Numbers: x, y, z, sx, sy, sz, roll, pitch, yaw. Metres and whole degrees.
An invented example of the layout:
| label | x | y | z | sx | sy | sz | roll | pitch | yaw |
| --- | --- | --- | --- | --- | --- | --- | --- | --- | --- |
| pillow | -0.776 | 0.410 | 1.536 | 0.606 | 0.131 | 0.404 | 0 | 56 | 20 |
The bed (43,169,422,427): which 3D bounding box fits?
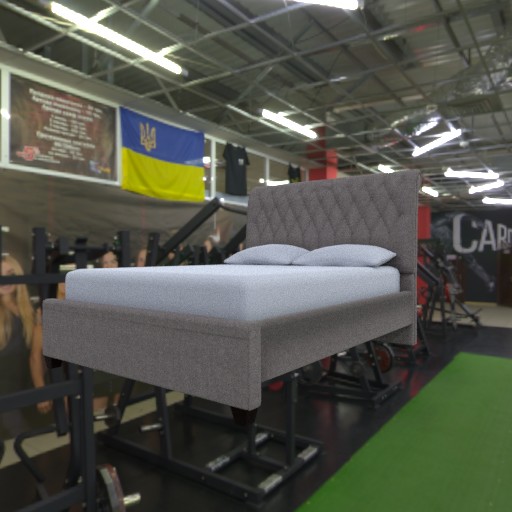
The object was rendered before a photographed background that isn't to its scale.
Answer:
| label | x | y | z | sx | sy | sz | roll | pitch | yaw |
| --- | --- | --- | --- | --- | --- | --- | --- | --- | --- |
| bed | 0.000 | 0.000 | 3.152 | 1.645 | 1.371 | 2.252 | 0 | 0 | 37 |
